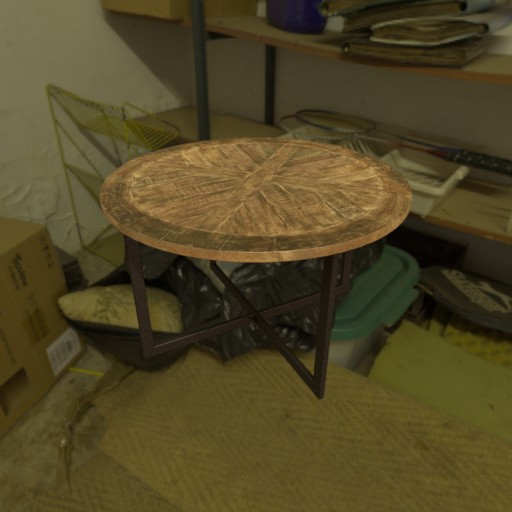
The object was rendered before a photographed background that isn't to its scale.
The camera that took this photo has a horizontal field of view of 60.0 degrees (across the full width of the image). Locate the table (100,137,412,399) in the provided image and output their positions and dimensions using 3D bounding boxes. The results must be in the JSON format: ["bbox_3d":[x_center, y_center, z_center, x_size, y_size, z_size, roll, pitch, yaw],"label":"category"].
[{"bbox_3d":[0.000,0.000,2.064,1.264,0.762,1.264,0,30,0],"label":"table"}]
